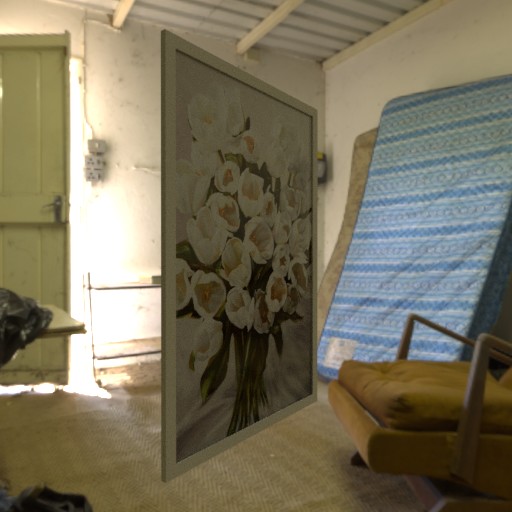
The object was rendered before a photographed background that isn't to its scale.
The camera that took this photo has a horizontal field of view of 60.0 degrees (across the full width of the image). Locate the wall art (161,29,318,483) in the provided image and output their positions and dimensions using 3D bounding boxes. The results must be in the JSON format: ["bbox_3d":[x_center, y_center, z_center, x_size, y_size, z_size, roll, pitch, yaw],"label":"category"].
[{"bbox_3d":[0.000,0.000,1.211,0.015,0.965,0.660,0,0,37],"label":"wall art"}]
